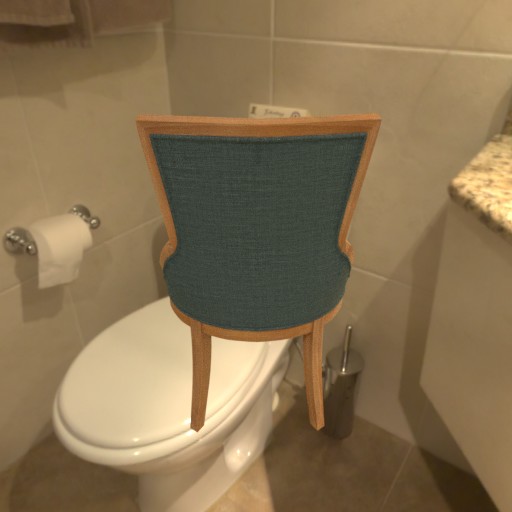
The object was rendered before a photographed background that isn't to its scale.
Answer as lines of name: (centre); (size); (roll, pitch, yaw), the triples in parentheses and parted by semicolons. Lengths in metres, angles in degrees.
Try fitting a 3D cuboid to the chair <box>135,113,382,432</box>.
chair: (0.000, 0.000, 1.307); (0.524, 0.947, 0.641); (-1, 31, -1)
